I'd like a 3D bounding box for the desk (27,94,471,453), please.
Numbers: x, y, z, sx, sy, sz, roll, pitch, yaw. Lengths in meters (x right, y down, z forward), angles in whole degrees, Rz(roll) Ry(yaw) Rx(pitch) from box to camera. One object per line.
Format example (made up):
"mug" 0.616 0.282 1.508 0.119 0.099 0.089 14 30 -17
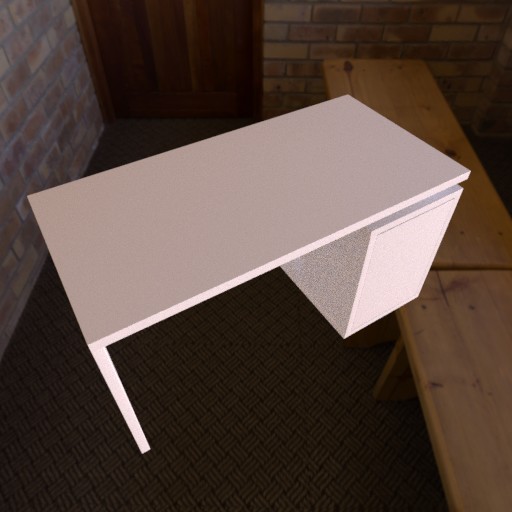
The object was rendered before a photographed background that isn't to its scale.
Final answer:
"desk" 0.000 0.000 1.820 1.400 0.740 0.690 -24 51 -21
